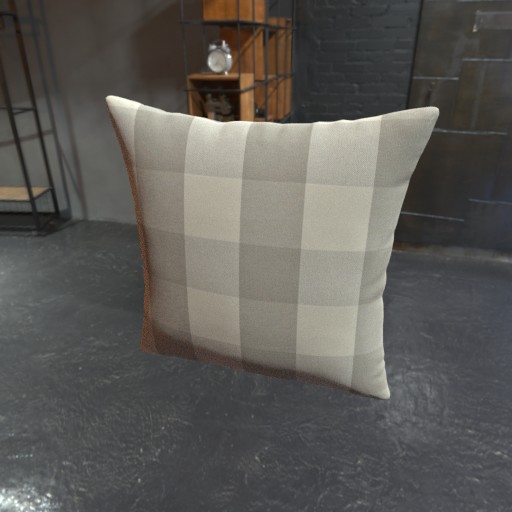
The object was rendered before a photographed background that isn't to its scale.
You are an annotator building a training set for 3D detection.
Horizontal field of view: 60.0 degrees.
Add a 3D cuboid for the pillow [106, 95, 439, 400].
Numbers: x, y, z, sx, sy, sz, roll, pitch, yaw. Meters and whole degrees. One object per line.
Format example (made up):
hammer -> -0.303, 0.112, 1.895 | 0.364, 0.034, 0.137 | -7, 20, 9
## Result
pillow -> 0.000, 0.000, 0.765 | 0.511, 0.509, 0.161 | 7, 27, 15
